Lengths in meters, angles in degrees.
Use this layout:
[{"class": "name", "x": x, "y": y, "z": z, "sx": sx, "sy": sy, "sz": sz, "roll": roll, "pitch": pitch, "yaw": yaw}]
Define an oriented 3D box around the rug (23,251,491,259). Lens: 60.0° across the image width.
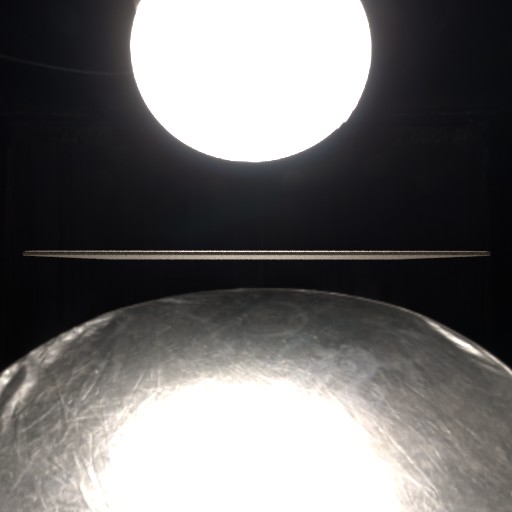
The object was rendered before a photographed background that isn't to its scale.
[{"class": "rug", "x": 0.000, "y": 0.000, "z": 3.062, "sx": 2.469, "sy": 0.024, "sz": 1.539, "roll": 0, "pitch": -1, "yaw": -1}]
